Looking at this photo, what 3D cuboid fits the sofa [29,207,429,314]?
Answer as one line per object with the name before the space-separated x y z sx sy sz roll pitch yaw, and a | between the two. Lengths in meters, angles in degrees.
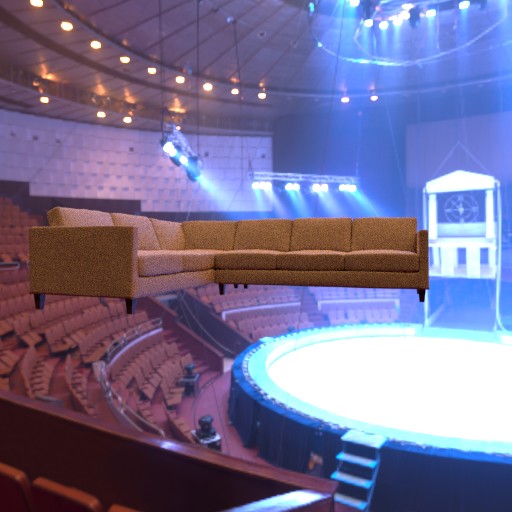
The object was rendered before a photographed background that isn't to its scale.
sofa | 0.000 0.000 4.311 3.182 0.863 2.432 0 1 18
